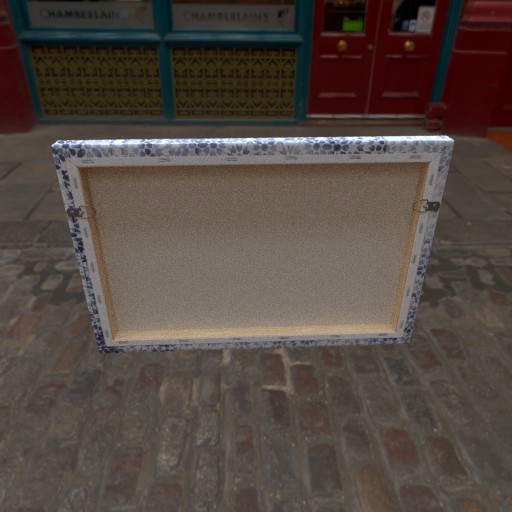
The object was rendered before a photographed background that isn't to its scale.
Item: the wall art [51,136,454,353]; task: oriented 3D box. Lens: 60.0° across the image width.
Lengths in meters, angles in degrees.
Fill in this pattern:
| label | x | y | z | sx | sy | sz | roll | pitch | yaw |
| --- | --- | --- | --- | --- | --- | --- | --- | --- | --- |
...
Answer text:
| label | x | y | z | sx | sy | sz | roll | pitch | yaw |
| --- | --- | --- | --- | --- | --- | --- | --- | --- | --- |
| wall art | 0.000 | 0.000 | 0.777 | 0.608 | 0.406 | 0.030 | -1 | 30 | -2 |
